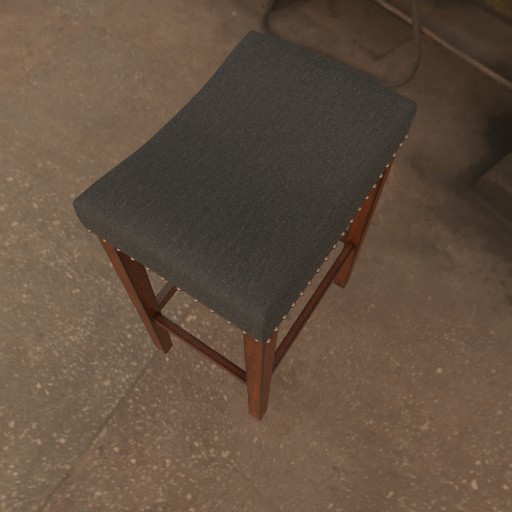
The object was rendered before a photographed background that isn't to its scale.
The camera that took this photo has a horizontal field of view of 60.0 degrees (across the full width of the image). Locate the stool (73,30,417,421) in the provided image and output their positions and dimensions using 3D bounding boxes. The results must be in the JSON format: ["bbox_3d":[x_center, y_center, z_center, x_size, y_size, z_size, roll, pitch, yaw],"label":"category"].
[{"bbox_3d":[0.000,0.000,1.011,0.366,0.760,0.502,31,67,15],"label":"stool"}]
